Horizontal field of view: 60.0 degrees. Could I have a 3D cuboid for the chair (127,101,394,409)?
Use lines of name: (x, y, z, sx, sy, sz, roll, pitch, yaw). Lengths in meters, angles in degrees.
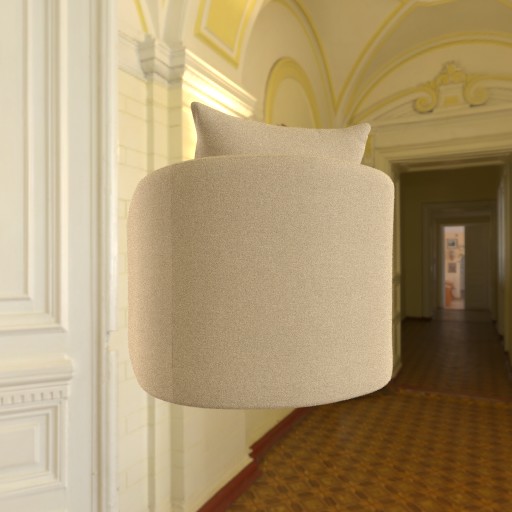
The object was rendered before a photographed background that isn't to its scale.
chair: (0.000, 0.000, 1.558, 0.845, 0.848, 0.910, 0, 0, -19)
